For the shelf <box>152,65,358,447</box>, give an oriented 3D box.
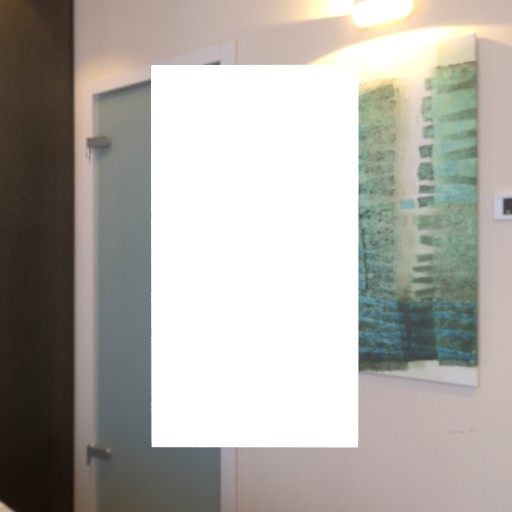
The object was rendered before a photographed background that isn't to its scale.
[{"bbox_3d":[0.000,0.000,1.296,0.396,0.732,0.895,0,0,0],"label":"shelf"}]
